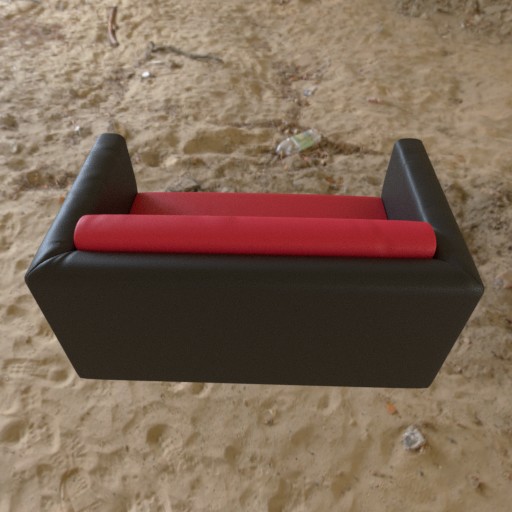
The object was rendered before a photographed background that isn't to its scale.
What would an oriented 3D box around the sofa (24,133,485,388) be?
[{"bbox_3d":[0.000,0.000,1.838,1.410,0.735,0.845,1,46,1],"label":"sofa"}]
